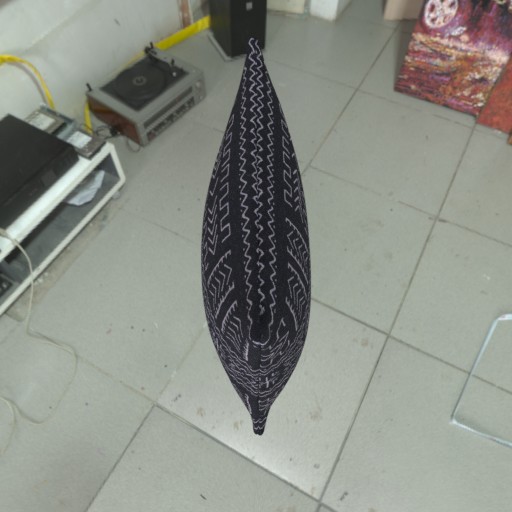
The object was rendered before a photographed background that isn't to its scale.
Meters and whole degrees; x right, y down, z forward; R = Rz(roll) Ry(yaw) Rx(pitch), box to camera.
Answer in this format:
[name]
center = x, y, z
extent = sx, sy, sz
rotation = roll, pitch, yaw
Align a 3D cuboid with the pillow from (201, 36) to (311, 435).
[pillow]
center = 0.000, 0.000, 0.663
extent = 0.164, 0.430, 0.438
rotation = -1, 59, 0
